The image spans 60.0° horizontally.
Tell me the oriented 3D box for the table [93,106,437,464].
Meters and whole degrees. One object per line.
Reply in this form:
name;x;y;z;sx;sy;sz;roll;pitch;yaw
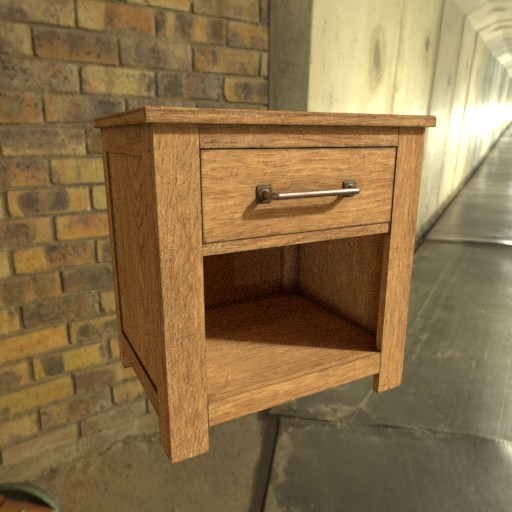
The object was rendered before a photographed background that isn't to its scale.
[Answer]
table;0.000;0.000;1.043;0.601;0.625;0.494;-8;17;-27
